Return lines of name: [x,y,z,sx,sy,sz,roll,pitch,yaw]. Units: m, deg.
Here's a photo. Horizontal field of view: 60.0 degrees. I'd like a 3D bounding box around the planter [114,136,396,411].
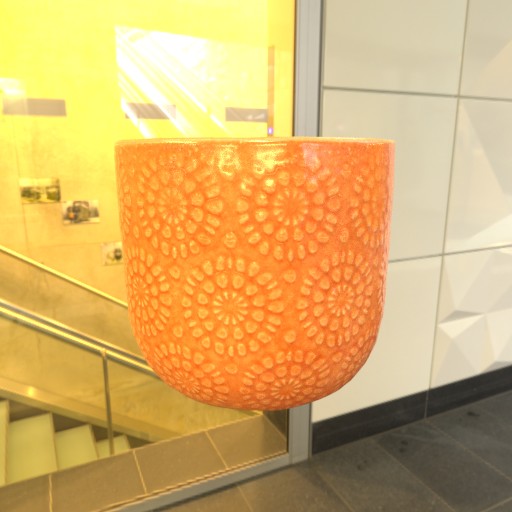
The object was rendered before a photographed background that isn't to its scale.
planter: [0.000,0.000,0.289,0.170,0.152,0.170,0,13,0]
